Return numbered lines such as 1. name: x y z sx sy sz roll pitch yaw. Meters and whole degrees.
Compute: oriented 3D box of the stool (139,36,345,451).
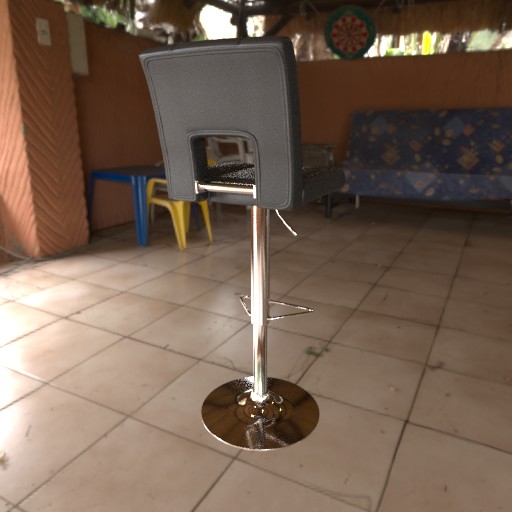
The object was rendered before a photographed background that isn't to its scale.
1. stool: 0.000 0.000 1.368 0.415 1.151 0.520 8 19 26
